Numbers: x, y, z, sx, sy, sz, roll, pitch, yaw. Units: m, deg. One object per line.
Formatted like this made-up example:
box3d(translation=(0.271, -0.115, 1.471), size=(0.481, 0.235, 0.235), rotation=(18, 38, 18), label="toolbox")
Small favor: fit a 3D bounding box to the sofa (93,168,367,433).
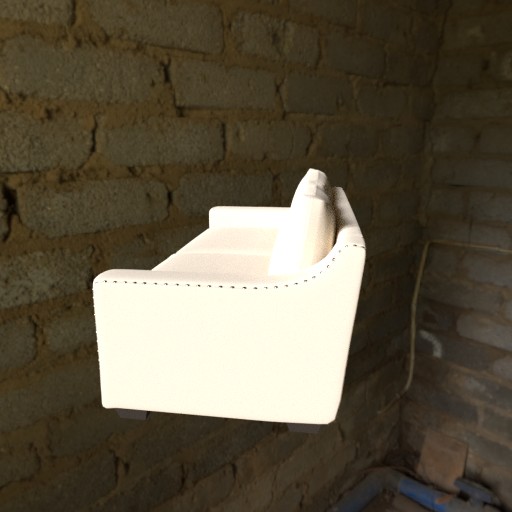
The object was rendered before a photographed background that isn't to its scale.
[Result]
box3d(translation=(0.000, 0.000, 2.341), size=(0.949, 0.830, 1.812), rotation=(2, 14, 8), label="sofa")
